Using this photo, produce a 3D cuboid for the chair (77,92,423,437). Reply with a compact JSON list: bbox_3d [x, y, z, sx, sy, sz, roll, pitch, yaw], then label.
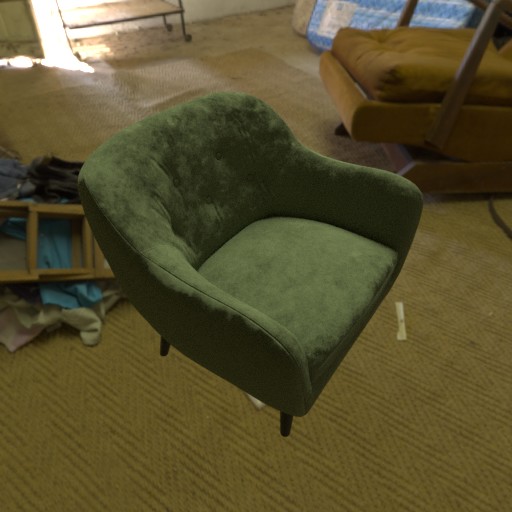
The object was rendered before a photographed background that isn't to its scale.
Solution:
[{"bbox_3d":[0.000,0.000,1.472,0.819,0.804,0.840,25,47,26],"label":"chair"}]
